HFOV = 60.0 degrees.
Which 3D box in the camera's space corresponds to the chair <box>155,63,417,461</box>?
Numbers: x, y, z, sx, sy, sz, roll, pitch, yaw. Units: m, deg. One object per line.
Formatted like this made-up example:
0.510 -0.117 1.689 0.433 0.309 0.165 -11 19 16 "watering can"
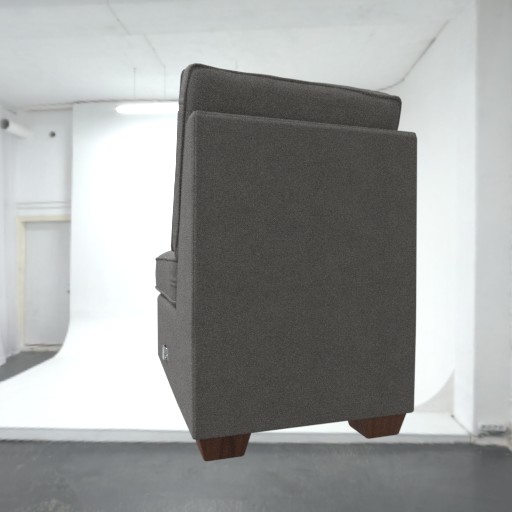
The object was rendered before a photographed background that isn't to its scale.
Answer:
0.000 0.000 1.526 0.621 0.970 0.938 0 0 -18 "chair"
